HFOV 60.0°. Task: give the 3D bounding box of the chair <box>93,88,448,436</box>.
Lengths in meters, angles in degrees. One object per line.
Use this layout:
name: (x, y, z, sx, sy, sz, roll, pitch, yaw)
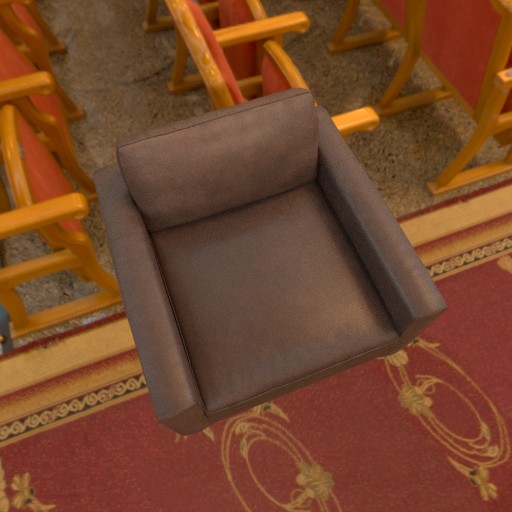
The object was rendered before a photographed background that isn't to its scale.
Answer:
chair: (0.000, 0.000, 1.821, 1.100, 0.812, 1.069, -19, 64, -9)
